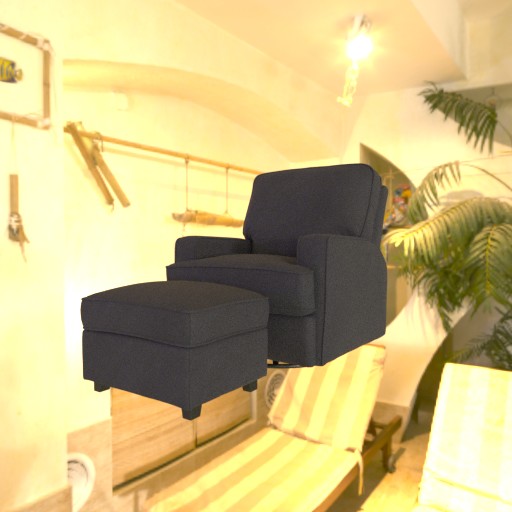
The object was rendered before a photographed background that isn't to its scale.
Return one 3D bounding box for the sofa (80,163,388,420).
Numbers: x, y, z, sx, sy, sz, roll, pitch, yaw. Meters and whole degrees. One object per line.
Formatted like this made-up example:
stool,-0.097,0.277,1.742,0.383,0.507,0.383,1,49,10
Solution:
sofa,0.000,0.000,2.031,0.861,0.959,1.472,1,2,35
